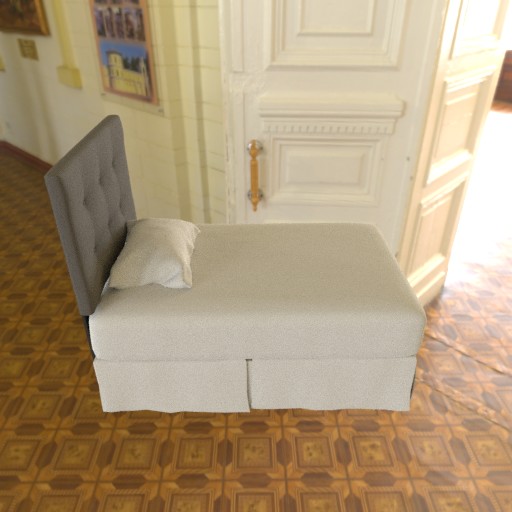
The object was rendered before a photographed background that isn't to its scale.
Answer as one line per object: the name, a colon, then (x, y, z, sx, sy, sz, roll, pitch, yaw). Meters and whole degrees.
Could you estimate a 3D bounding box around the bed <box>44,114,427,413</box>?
bed: (0.000, 0.000, 2.916, 1.997, 1.571, 1.261, -1, 31, -1)
